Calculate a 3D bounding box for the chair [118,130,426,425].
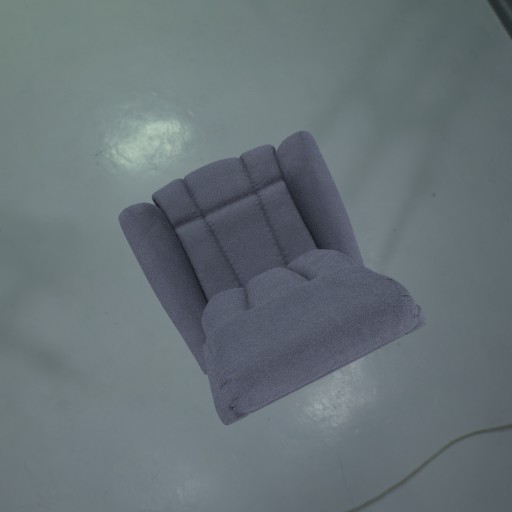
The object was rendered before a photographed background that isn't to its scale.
[{"bbox_3d":[0.000,0.000,1.754,0.871,1.031,0.979,-25,78,-6],"label":"chair"}]
